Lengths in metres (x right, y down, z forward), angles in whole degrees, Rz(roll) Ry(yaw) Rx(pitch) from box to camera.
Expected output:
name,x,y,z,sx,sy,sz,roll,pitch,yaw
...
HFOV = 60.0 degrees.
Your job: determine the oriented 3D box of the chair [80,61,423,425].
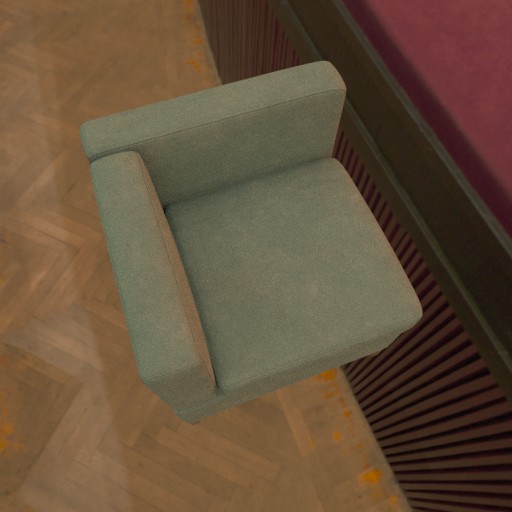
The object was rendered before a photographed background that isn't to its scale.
name,x,y,z,sx,sy,sz,roll,pitch,yaw
chair,0.000,0.000,1.235,0.680,0.660,0.680,-18,65,-9
